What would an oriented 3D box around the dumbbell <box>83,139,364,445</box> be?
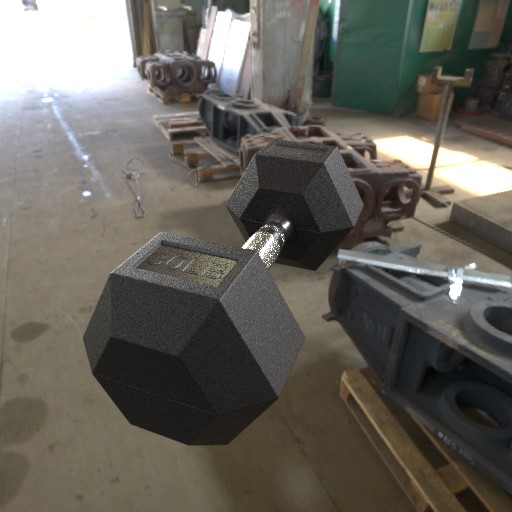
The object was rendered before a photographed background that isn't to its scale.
[{"bbox_3d":[0.000,0.000,0.395,0.142,0.123,0.337,12,33,18],"label":"dumbbell"}]
